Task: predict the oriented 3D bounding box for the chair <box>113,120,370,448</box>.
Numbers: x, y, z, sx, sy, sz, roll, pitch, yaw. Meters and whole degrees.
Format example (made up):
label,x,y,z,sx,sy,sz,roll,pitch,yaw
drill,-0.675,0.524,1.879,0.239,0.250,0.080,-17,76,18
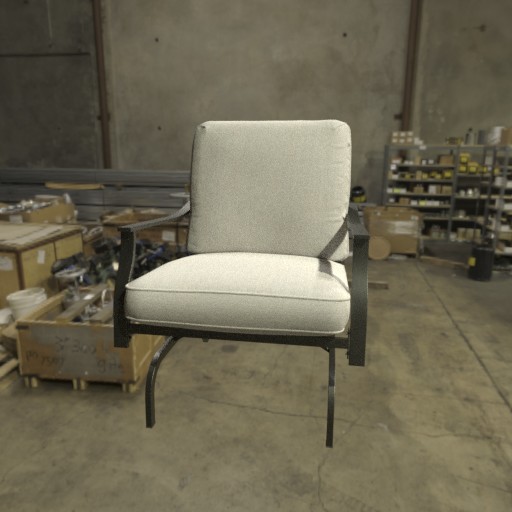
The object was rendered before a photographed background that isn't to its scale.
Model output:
label,x,y,z,sx,sy,sz,roll,pitch,yaw
chair,0.000,0.000,1.414,0.650,0.860,0.787,2,14,9
